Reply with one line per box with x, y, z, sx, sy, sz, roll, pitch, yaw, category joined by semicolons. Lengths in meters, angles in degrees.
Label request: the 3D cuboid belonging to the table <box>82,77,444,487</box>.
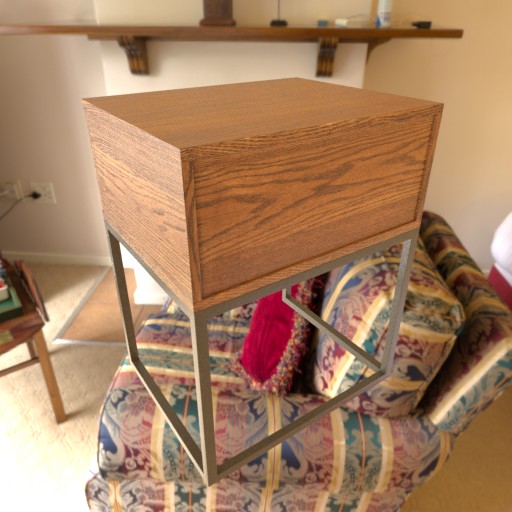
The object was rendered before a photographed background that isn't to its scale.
0.000;0.000;0.906;0.482;0.610;0.400;-19;34;-30;table
